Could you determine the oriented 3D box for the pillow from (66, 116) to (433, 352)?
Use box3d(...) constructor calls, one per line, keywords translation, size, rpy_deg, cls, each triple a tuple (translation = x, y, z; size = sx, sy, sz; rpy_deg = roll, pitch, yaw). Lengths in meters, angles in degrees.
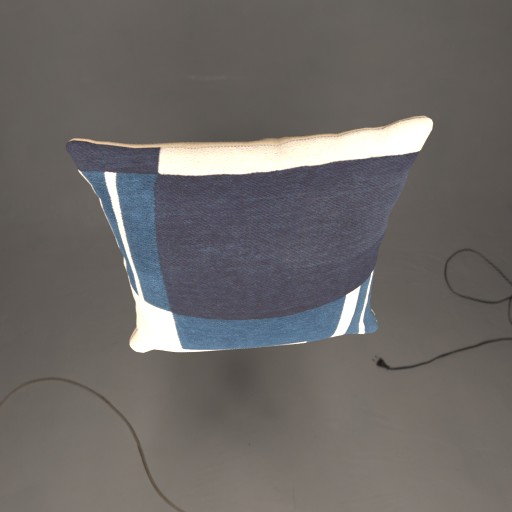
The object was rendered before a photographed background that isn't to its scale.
box3d(translation=(0.000, 0.000, 0.783), size=(0.536, 0.506, 0.229), rpy_deg=(-4, 46, -4), cls="pillow")
